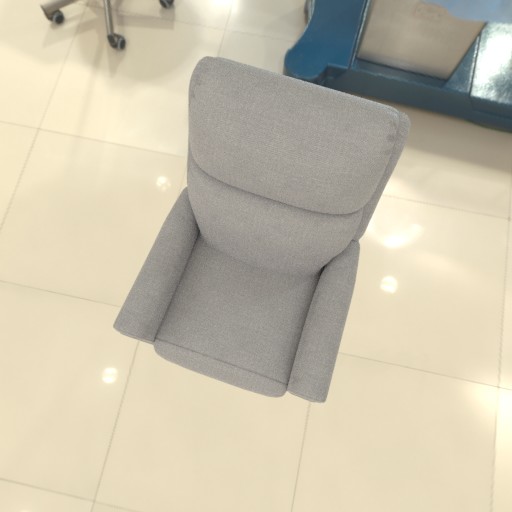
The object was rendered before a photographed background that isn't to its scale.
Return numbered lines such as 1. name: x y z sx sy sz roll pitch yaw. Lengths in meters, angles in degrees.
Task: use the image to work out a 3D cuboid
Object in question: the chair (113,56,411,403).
1. chair: 0.000 0.000 1.782 0.838 1.054 1.014 18 75 5
